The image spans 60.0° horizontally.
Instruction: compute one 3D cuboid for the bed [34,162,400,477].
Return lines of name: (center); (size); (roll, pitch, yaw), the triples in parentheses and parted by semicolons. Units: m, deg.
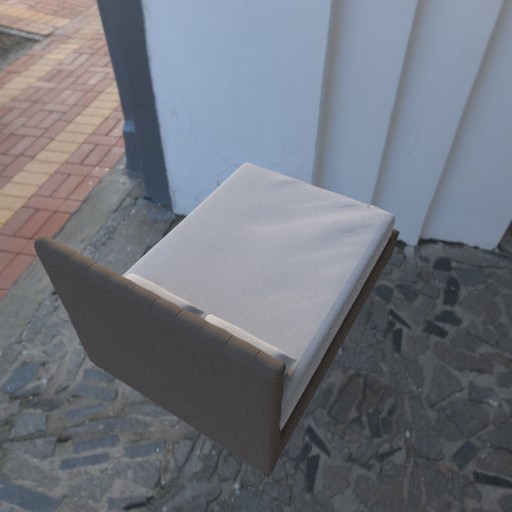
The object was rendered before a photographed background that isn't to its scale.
bed: (0.000, 0.000, 3.505); (1.698, 1.427, 2.387); (24, 51, 21)
